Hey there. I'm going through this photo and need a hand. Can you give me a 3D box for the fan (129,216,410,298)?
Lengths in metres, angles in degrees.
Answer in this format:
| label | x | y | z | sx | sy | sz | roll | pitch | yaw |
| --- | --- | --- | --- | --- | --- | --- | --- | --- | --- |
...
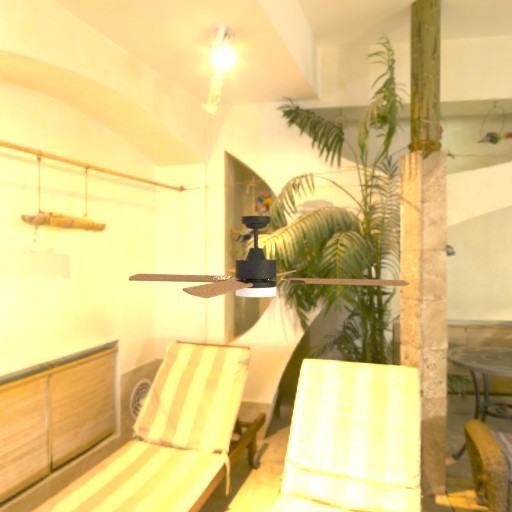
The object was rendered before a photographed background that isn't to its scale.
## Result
| label | x | y | z | sx | sy | sz | roll | pitch | yaw |
| --- | --- | --- | --- | --- | --- | --- | --- | --- | --- |
| fan | 0.000 | 0.000 | 2.015 | 1.320 | 0.355 | 1.320 | 0 | 1 | 18 |
